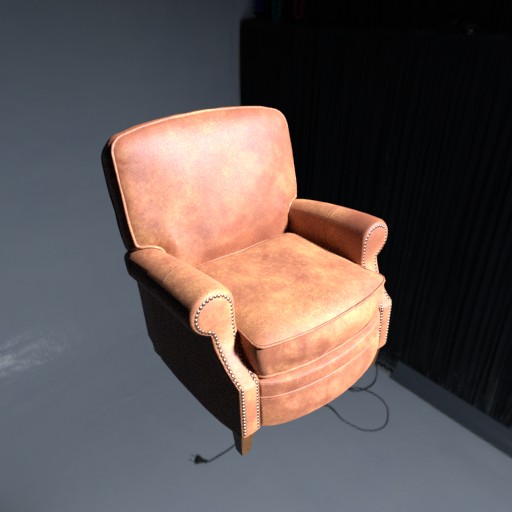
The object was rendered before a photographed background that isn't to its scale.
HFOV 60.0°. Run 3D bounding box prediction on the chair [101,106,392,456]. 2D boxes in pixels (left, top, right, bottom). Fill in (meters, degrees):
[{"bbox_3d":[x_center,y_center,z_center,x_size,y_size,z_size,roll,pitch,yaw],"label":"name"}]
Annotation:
[{"bbox_3d":[0.000,0.000,1.753,0.936,1.018,0.986,-22,36,-33],"label":"chair"}]
